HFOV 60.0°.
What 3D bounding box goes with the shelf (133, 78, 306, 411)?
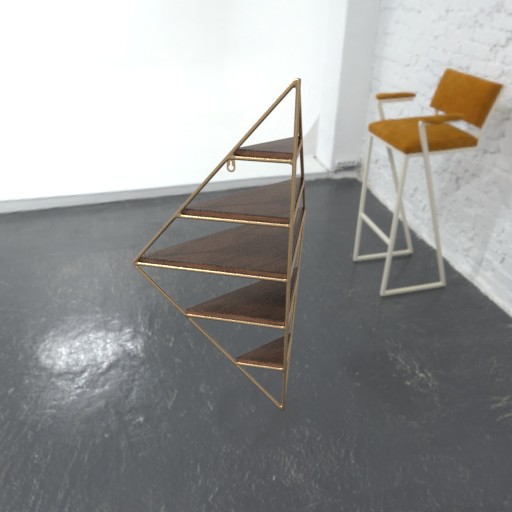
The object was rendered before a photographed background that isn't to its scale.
[{"bbox_3d":[0.000,0.000,1.160,0.564,0.913,0.294,-19,36,-28],"label":"shelf"}]
